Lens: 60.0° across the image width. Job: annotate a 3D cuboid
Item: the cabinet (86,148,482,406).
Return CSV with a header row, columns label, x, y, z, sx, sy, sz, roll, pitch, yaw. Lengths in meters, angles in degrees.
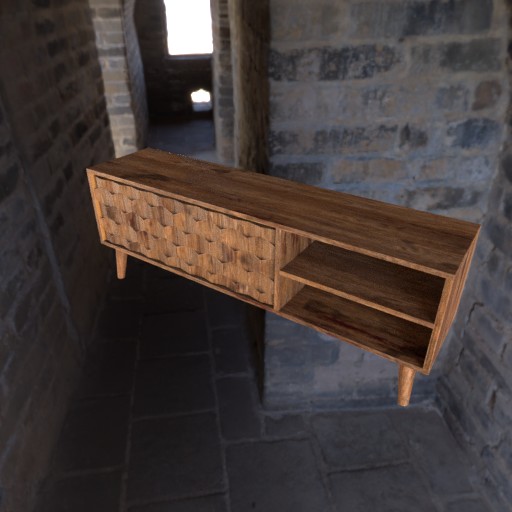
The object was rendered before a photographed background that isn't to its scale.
label,x,y,z,sx,sy,sz,roll,pitch,yaw
cabinet,0.000,0.000,1.729,1.448,0.528,0.349,19,35,29
